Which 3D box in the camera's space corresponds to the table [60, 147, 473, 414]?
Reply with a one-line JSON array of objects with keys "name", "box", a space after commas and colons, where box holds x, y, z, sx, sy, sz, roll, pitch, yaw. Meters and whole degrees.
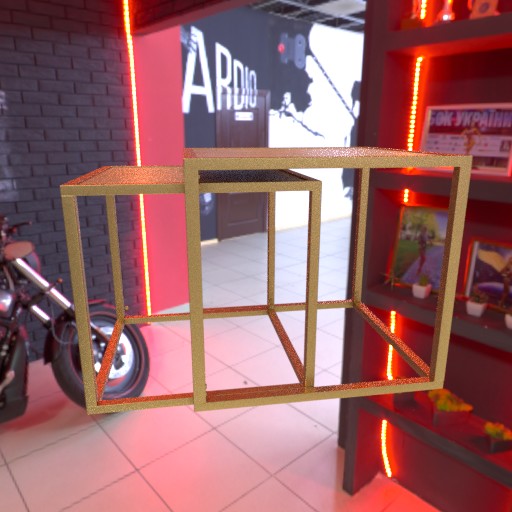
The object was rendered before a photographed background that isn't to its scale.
[{"name": "table", "box": [0.000, 0.000, 1.095, 0.762, 0.505, 0.505, -3, 16, -9]}]
